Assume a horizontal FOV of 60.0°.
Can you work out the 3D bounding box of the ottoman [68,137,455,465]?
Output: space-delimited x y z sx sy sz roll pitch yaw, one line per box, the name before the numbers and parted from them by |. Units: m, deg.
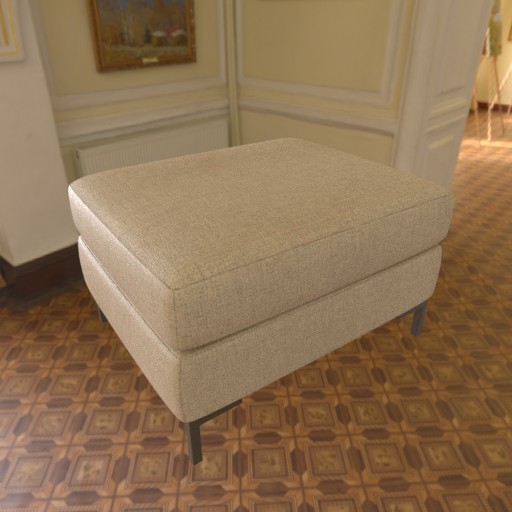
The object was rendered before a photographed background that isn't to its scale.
ottoman | 0.000 0.000 1.237 0.820 0.490 0.671 -19 34 -30
